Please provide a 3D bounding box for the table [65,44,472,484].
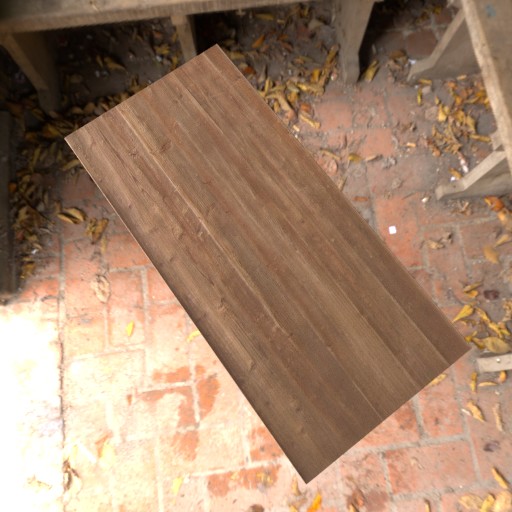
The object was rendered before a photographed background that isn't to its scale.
[{"bbox_3d":[0.000,0.000,2.497,0.952,0.760,2.003,-35,78,-8],"label":"table"}]
